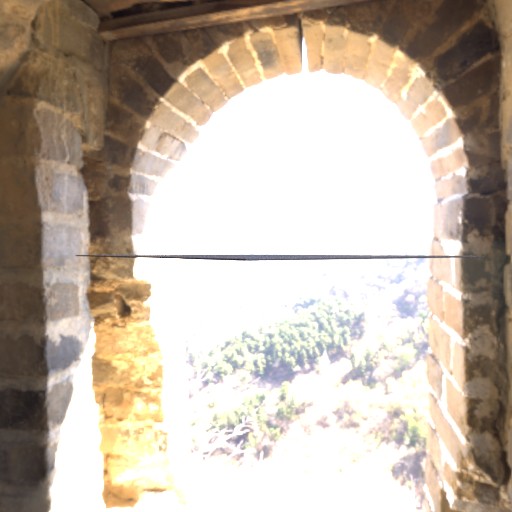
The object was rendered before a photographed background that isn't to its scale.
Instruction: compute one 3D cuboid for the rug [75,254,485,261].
[{"bbox_3d":[0.000,0.000,4.116,2.438,0.012,3.048,0,1,-37],"label":"rug"}]
